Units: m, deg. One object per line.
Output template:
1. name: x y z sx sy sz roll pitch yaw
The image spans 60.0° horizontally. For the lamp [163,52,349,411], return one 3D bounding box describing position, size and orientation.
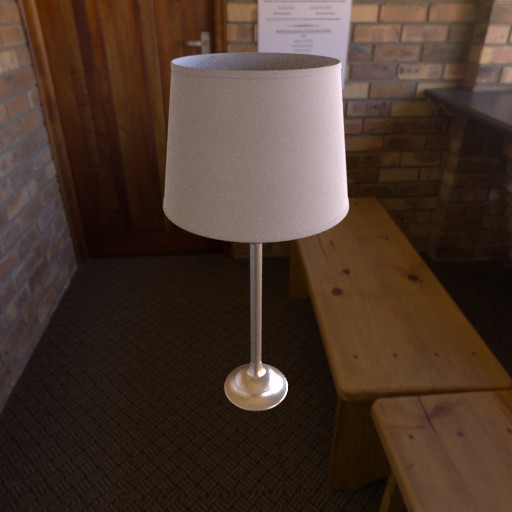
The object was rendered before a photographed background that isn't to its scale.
1. lamp: 0.000 0.000 0.860 0.331 0.698 0.331 0 29 0
